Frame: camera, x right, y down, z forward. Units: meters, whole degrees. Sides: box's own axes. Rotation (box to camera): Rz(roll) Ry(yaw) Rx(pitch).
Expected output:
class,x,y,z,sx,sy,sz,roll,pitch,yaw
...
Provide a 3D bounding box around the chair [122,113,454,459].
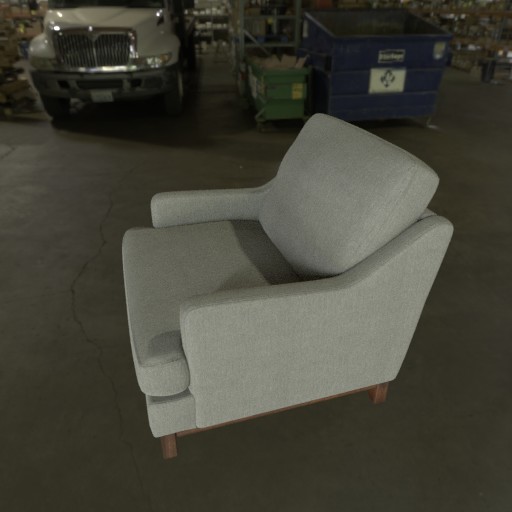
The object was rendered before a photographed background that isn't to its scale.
class,x,y,z,sx,sy,sz,roll,pitch,yaw
chair,0.000,0.000,1.528,0.892,0.821,0.826,-9,31,-15
